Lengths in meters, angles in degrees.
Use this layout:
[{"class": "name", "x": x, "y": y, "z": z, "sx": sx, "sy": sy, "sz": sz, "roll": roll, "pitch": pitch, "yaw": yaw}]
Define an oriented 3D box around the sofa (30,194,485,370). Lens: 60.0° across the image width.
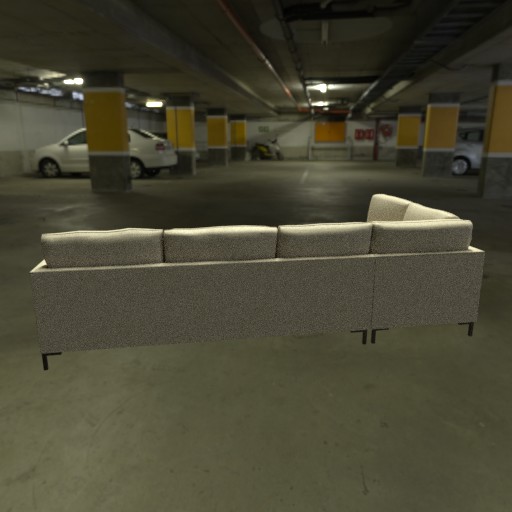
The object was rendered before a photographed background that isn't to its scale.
[{"class": "sofa", "x": 0.000, "y": 0.000, "z": 4.234, "sx": 3.384, "sy": 0.996, "sz": 2.048, "roll": -2, "pitch": 15, "yaw": -9}]
